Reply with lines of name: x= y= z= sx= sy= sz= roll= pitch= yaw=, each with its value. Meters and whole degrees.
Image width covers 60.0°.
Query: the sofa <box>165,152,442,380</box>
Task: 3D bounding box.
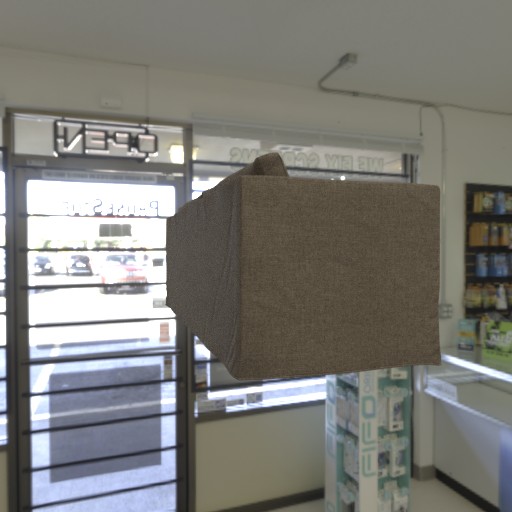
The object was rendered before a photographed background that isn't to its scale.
sofa: x=0.000 y=0.000 z=3.252 sx=1.036 sy=0.998 sz=2.779 roll=0 pitch=1 yaw=-18
